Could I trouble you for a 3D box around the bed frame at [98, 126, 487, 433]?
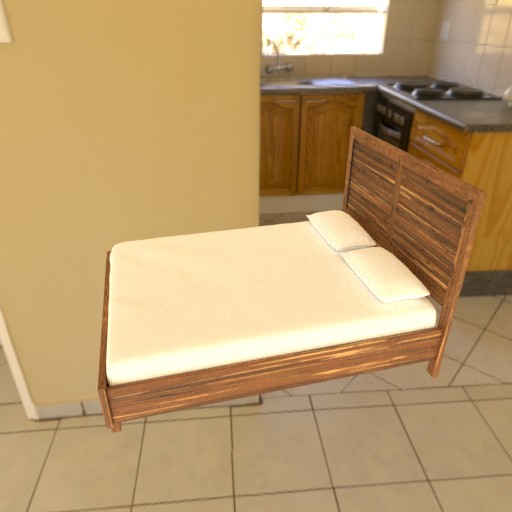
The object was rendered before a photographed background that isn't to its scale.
[{"bbox_3d":[0.000,0.000,3.327,2.276,1.417,1.696,-7,30,-13],"label":"bed frame"}]
